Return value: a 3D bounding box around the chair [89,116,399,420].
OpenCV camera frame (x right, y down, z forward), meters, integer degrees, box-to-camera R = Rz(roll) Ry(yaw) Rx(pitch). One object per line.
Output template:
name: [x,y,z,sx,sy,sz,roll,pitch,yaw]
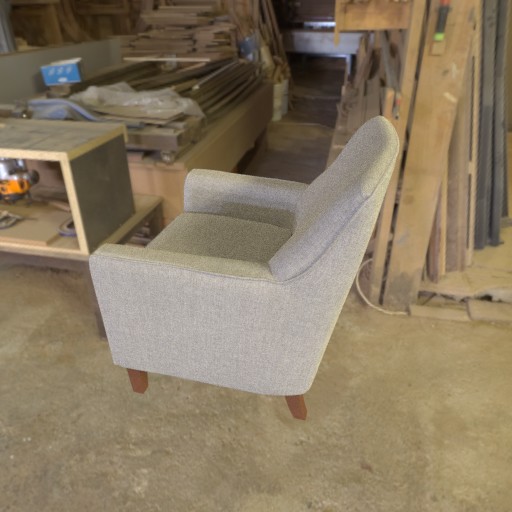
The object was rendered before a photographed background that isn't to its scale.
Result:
chair: [0.000,0.000,1.853,0.993,1.047,0.887,8,32,14]
